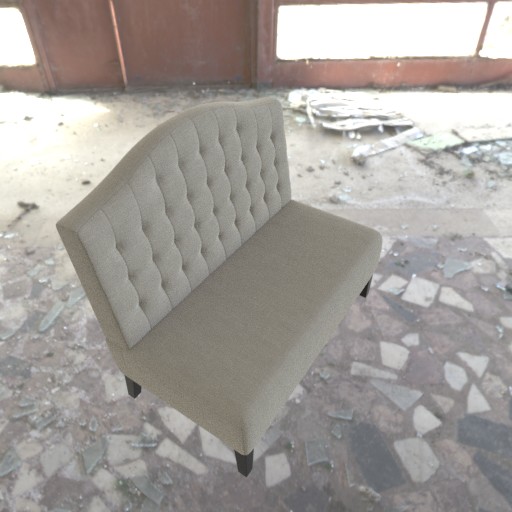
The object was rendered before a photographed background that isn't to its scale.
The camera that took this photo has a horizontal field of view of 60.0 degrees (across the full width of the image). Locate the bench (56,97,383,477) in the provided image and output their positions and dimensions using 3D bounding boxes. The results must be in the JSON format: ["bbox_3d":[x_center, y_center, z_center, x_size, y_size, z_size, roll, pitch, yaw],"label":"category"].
[{"bbox_3d":[0.000,0.000,2.053,0.815,1.180,1.335,24,47,25],"label":"bench"}]
